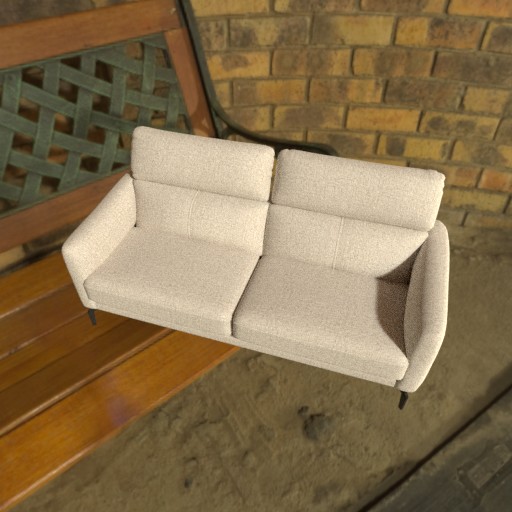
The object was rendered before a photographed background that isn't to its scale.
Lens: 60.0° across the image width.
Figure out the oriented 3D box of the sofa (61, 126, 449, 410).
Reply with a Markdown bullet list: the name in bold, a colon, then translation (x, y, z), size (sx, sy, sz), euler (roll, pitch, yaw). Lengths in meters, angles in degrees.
- **sofa**: translation (0.000, 0.000, 2.484), size (2.015, 0.956, 0.856), euler (12, 43, 13)
